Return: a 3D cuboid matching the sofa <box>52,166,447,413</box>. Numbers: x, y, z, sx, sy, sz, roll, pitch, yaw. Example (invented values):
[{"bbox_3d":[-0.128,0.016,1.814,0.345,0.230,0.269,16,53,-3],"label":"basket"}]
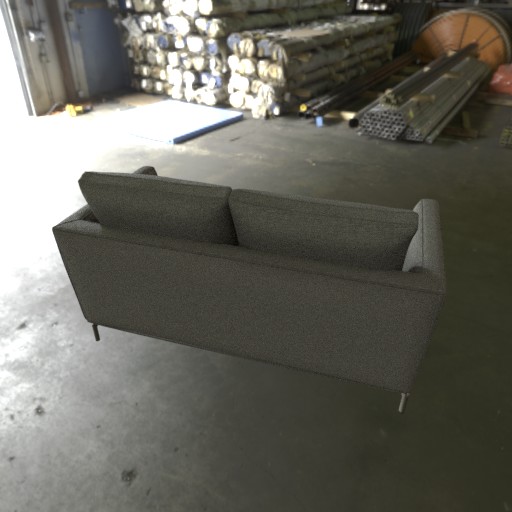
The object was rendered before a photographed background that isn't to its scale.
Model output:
[{"bbox_3d":[0.000,0.000,2.121,1.594,0.924,0.803,9,33,15],"label":"sofa"}]
